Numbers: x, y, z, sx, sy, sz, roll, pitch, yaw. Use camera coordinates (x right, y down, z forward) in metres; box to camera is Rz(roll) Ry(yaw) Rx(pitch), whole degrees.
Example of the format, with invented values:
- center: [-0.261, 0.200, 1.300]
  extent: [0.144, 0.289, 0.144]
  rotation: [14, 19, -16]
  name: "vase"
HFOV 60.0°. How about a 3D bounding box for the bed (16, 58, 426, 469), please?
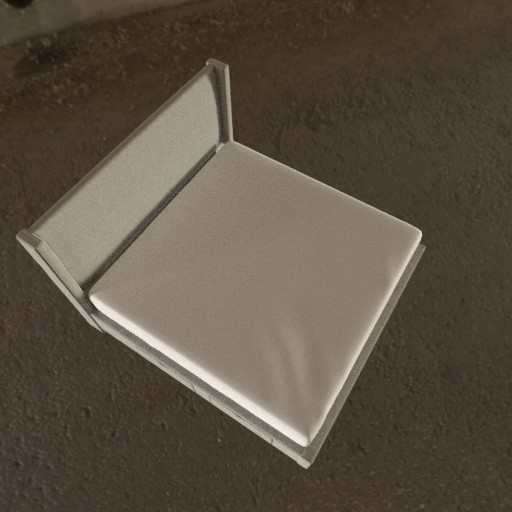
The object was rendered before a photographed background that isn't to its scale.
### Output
- center: [0.000, 0.000, 3.586]
  extent: [2.280, 1.470, 2.140]
  rotation: [29, 64, 16]
  name: "bed"
